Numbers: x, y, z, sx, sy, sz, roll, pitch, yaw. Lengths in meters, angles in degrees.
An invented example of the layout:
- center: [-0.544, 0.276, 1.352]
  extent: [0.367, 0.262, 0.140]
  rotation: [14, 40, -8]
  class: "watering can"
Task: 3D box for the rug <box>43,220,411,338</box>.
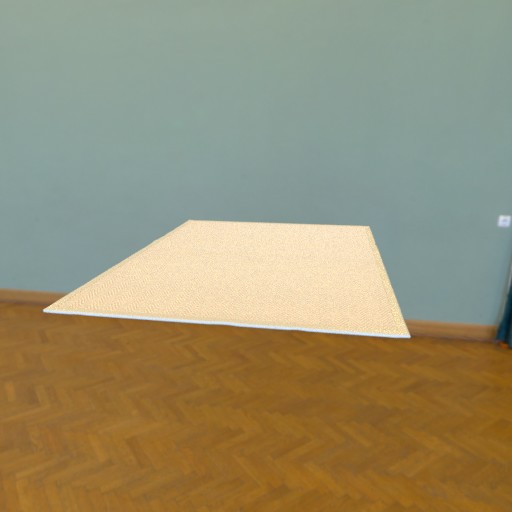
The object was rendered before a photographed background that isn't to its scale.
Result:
- center: [0.000, 0.000, 4.933]
  extent: [2.734, 0.037, 3.659]
  rotation: [3, 16, 9]
  class: "rug"
